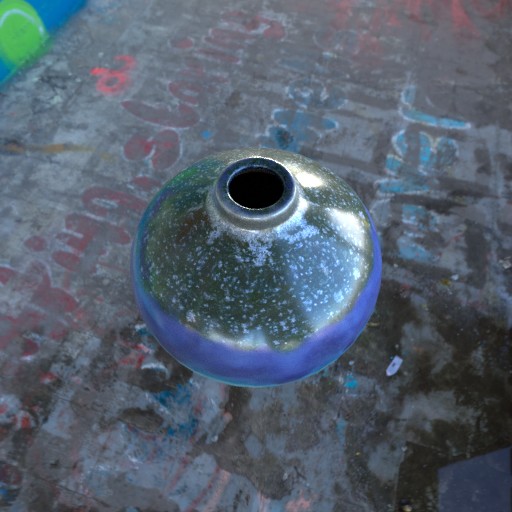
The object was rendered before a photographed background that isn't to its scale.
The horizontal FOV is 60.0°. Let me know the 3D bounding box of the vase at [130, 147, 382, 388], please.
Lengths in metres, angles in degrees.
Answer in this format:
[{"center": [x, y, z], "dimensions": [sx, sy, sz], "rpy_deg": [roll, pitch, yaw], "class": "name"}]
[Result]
[{"center": [0.000, 0.000, 0.273], "dimensions": [0.154, 0.133, 0.154], "rpy_deg": [0, 59, 0], "class": "vase"}]
